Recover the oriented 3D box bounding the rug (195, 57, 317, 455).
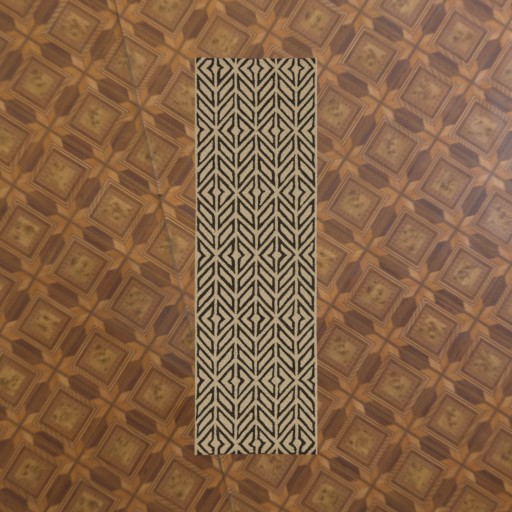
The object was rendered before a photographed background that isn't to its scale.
[{"bbox_3d":[0.000,0.000,2.719,0.750,0.009,2.435,0,90,0],"label":"rug"}]
